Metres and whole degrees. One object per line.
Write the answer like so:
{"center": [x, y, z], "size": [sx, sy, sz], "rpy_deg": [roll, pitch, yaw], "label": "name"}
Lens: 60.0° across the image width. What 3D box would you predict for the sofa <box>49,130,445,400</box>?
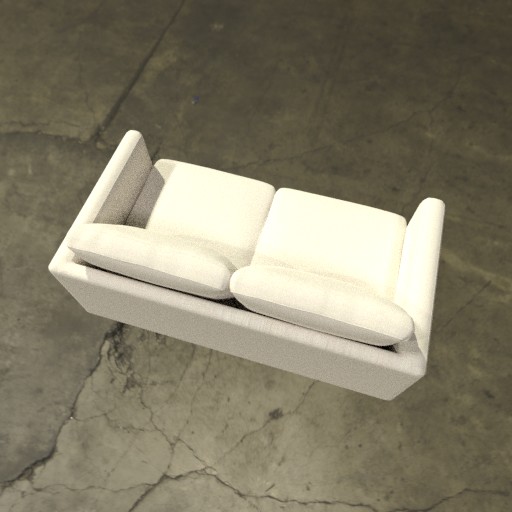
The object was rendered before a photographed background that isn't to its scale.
{"center": [0.000, 0.000, 2.318], "size": [1.713, 0.893, 0.940], "rpy_deg": [15, 63, 8], "label": "sofa"}
